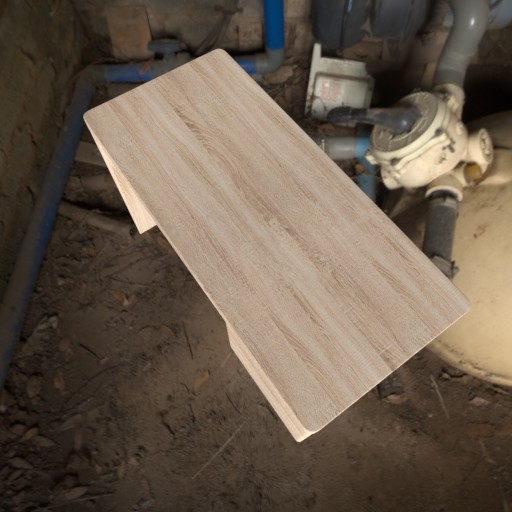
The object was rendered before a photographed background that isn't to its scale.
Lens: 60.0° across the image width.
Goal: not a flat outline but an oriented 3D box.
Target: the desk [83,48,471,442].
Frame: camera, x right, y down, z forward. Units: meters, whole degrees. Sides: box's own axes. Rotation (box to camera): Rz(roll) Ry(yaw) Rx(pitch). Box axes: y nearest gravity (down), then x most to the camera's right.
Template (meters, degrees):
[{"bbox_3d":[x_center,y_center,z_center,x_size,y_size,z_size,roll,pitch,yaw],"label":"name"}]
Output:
[{"bbox_3d":[0.000,0.000,1.641,0.550,0.760,1.200,-33,68,-15],"label":"desk"}]
